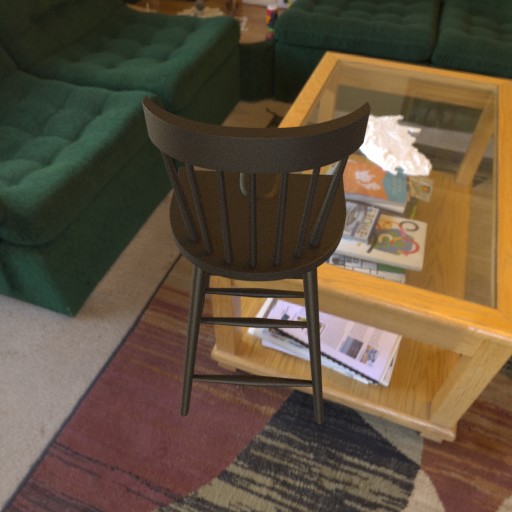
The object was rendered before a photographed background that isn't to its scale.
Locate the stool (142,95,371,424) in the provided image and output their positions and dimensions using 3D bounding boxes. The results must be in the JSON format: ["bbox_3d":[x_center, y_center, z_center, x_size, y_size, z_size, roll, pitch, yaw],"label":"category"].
[{"bbox_3d":[0.000,0.000,1.253,0.494,0.953,0.549,2,47,2],"label":"stool"}]
